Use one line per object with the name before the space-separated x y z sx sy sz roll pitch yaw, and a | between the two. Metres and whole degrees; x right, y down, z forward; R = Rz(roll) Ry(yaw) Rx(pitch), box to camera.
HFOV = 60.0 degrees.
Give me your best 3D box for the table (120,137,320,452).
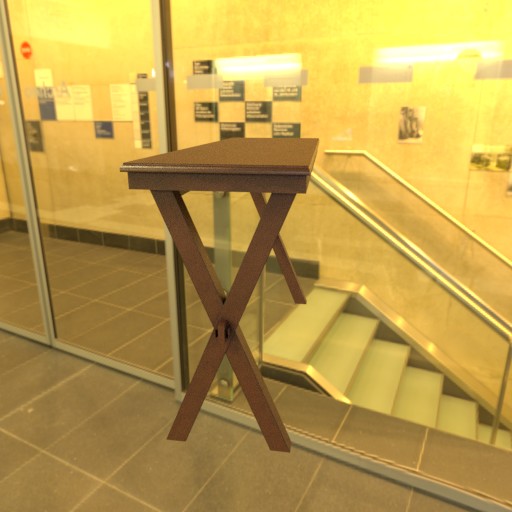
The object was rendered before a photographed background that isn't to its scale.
table | 0.000 0.000 1.583 0.399 0.763 1.197 3 18 8
